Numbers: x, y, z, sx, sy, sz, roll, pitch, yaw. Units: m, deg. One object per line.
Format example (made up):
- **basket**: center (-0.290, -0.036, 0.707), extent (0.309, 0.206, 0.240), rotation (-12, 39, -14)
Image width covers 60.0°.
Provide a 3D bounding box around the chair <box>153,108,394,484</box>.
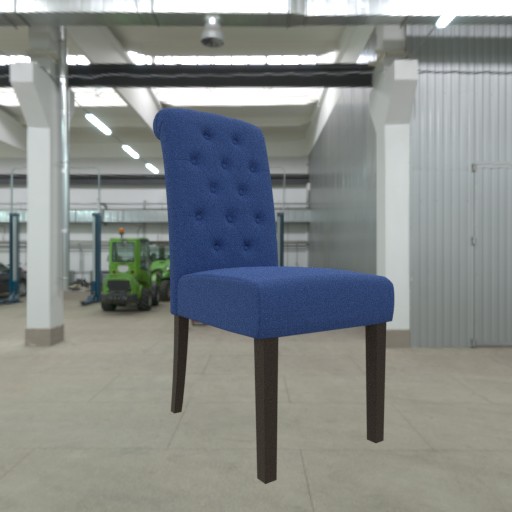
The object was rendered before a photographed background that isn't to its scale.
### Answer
- **chair**: center (0.000, 0.000, 1.355), extent (0.456, 1.006, 0.671), rotation (0, 0, -35)
